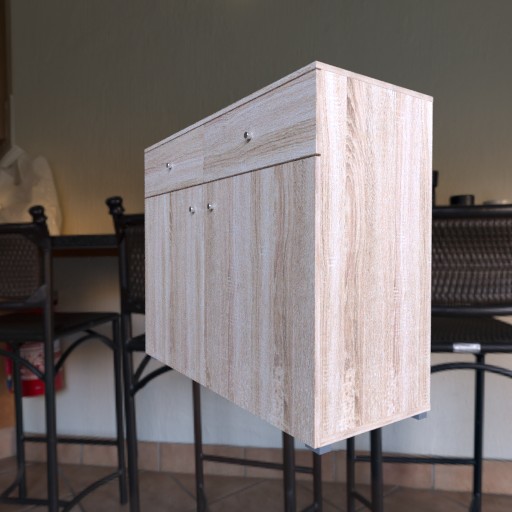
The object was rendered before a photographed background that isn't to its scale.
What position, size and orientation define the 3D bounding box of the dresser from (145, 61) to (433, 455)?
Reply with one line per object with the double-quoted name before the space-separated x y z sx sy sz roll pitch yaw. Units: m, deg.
"dresser" 0.000 0.000 1.574 0.450 0.900 1.100 -1 2 -34
